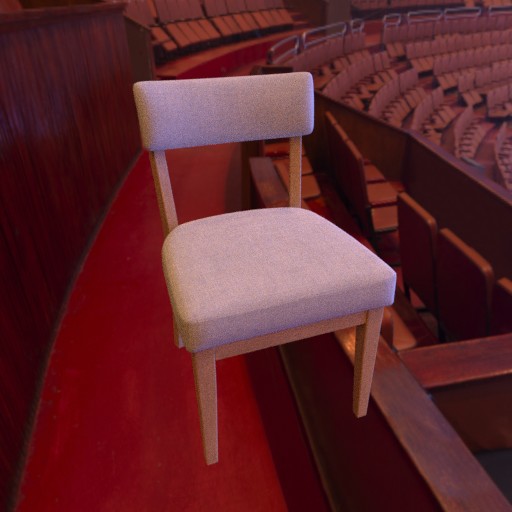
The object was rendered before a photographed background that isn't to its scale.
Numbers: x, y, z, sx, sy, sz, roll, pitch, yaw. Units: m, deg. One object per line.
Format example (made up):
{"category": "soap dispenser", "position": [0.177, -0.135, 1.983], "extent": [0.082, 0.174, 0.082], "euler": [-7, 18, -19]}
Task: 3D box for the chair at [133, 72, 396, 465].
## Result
{"category": "chair", "position": [0.000, 0.000, 1.183], "extent": [0.508, 0.832, 0.572], "euler": [-10, 33, -17]}
